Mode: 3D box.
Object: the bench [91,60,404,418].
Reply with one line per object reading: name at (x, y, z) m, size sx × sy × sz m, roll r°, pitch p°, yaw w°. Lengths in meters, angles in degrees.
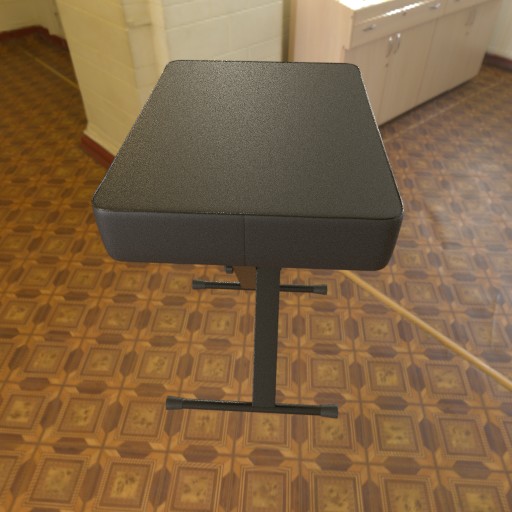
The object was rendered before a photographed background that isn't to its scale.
bench at (0.000, 0.000, 0.759) m, size 0.321 × 0.500 × 0.424 m, roll 2°, pitch 43°, yaw 2°
